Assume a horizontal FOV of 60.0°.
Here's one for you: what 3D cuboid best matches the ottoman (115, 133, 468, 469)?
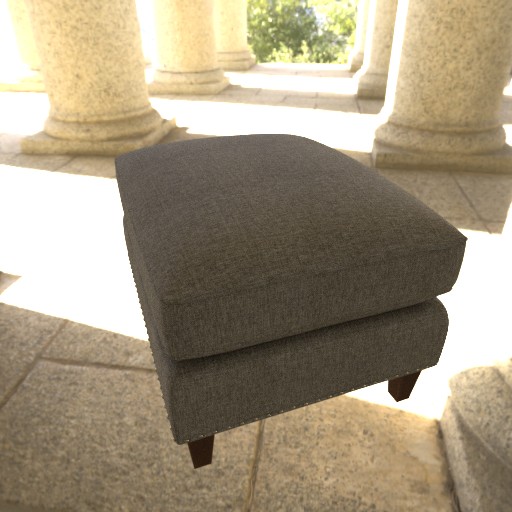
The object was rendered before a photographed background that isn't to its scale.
[{"bbox_3d":[0.000,0.000,1.101,0.584,0.513,0.741,-11,32,-18],"label":"ottoman"}]
